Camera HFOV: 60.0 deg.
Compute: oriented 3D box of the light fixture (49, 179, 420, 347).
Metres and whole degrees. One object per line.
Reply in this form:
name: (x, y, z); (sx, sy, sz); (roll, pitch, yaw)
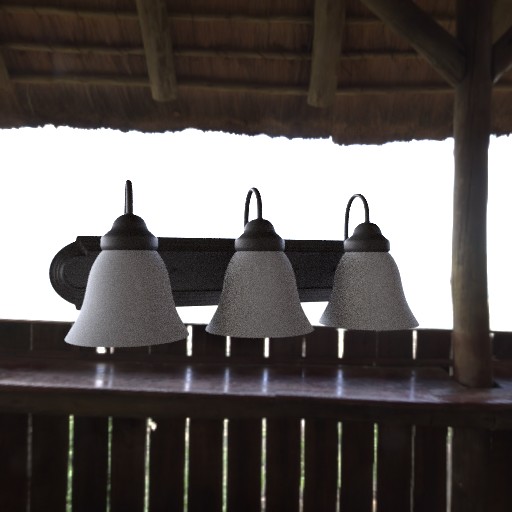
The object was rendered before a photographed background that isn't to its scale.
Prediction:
light fixture: (0.000, 0.000, 0.695); (0.610, 0.222, 0.199); (0, -1, -20)
